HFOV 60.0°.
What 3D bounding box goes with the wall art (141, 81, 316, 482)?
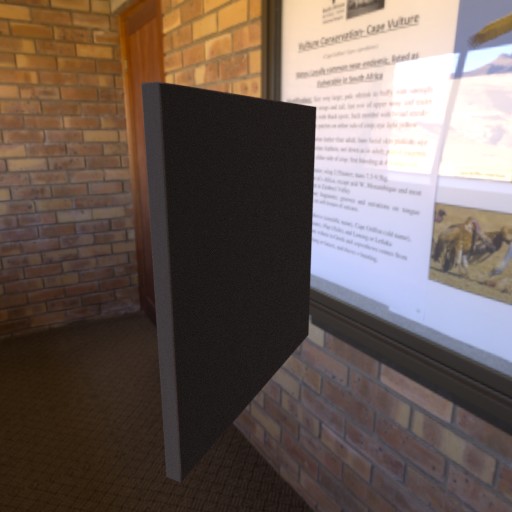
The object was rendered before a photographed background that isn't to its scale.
[{"bbox_3d":[0.000,0.000,0.452,0.015,0.303,0.304,7,17,25],"label":"wall art"}]
